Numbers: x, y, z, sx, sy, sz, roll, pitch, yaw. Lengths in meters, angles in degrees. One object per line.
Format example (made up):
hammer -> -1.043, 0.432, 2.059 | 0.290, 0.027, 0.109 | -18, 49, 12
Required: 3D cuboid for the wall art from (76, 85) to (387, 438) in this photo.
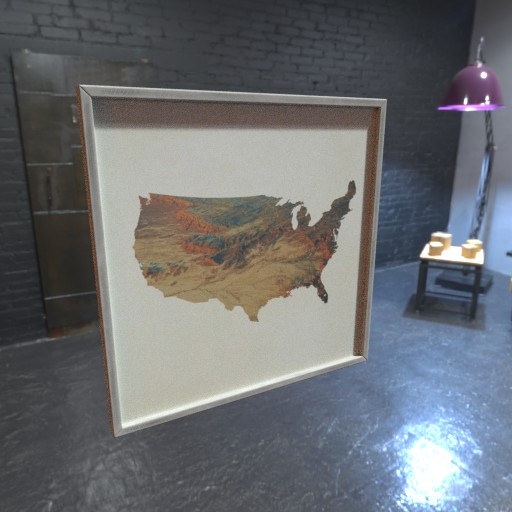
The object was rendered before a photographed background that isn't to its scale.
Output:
wall art -> 0.000, 0.000, 0.439 | 0.303, 0.303, 0.015 | -8, 17, -27
